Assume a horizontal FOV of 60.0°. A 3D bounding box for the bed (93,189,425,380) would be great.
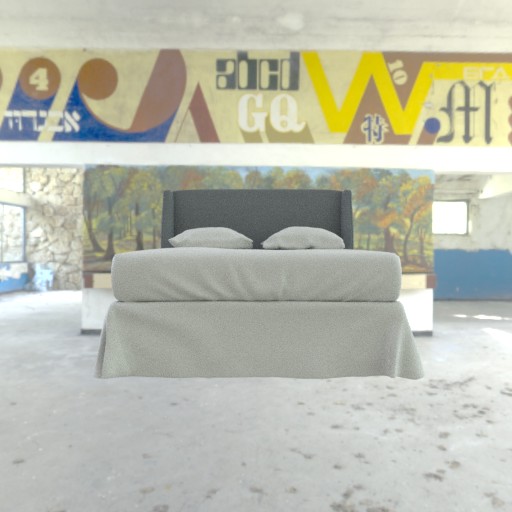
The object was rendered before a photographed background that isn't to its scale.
[{"bbox_3d":[0.000,0.000,3.479,1.925,1.332,2.276,0,1,1],"label":"bed"}]
